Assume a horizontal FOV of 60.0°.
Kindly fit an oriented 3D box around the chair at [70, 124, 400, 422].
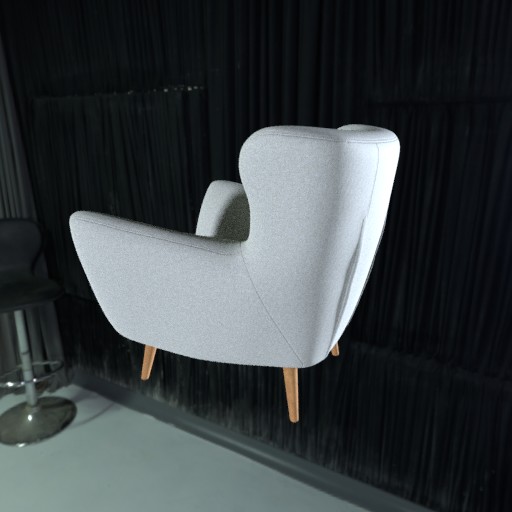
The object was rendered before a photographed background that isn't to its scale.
[{"bbox_3d":[0.000,0.000,1.567,0.889,0.889,0.890,8,19,25],"label":"chair"}]
